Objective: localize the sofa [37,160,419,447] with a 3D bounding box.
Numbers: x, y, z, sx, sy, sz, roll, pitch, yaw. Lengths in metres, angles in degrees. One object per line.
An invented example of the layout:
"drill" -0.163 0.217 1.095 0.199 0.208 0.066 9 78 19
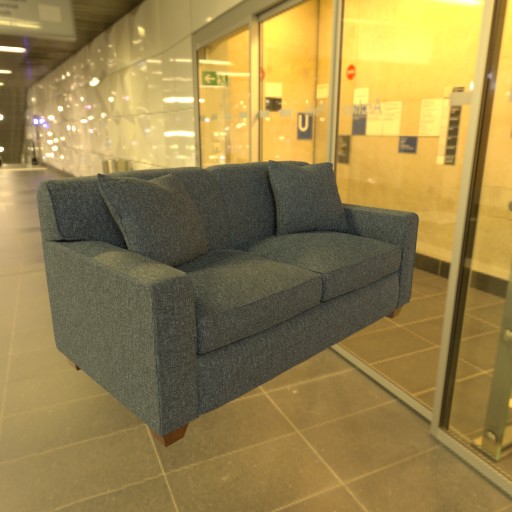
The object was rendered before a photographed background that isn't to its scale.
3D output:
"sofa" 0.000 0.000 2.376 1.846 0.958 0.998 -15 22 -43
